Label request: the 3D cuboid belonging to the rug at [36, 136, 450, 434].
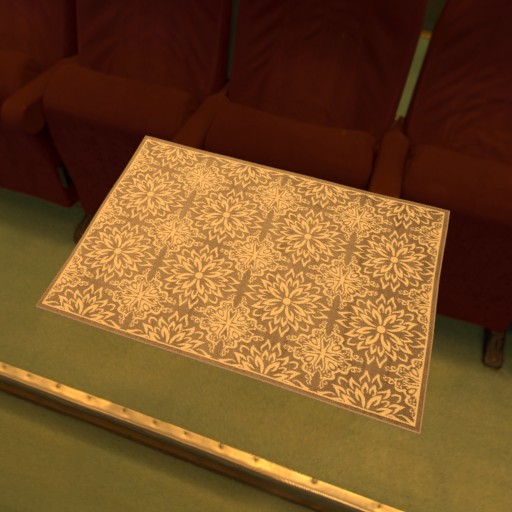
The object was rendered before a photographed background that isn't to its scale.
[{"bbox_3d":[0.000,0.000,2.293,1.847,0.012,1.224,16,60,9],"label":"rug"}]
